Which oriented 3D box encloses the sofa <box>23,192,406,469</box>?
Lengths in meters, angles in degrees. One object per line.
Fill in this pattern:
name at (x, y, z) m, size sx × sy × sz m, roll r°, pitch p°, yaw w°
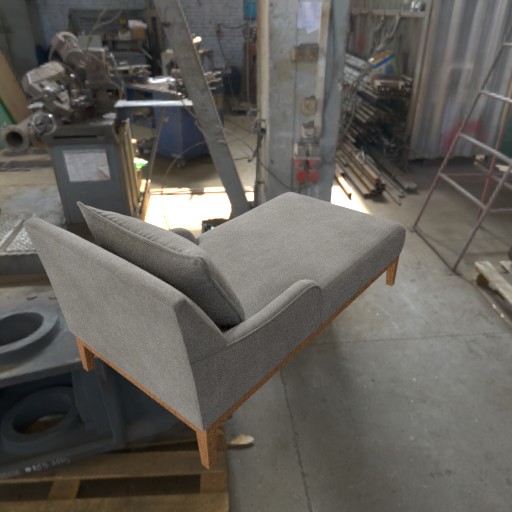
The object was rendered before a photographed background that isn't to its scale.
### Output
sofa at (0.000, 0.000, 2.253) m, size 0.894 × 0.859 × 1.779 m, roll 22°, pitch 37°, yaw 33°
